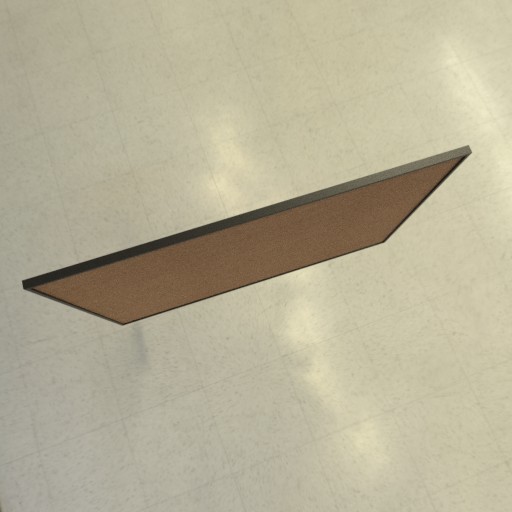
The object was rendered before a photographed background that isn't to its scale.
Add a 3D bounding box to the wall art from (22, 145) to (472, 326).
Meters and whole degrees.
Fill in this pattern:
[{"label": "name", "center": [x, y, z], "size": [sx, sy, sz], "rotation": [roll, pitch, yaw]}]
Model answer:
[{"label": "wall art", "center": [0.000, 0.000, 1.222], "size": [0.957, 0.660, 0.019], "rotation": [-17, 76, -5]}]
